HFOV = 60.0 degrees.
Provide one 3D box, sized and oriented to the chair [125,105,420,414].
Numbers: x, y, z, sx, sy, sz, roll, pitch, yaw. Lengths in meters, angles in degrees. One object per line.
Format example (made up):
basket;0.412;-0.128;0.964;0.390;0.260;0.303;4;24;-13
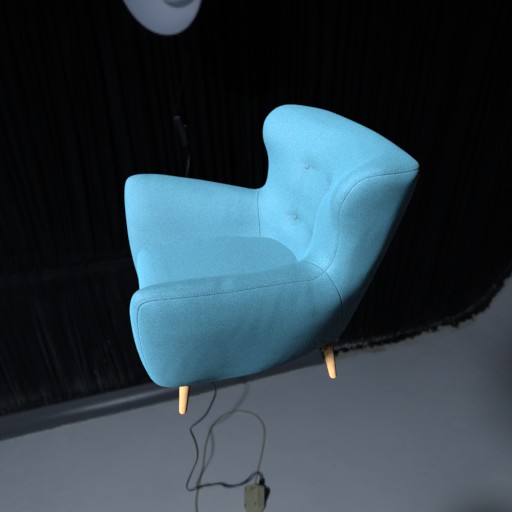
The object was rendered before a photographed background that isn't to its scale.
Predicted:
chair;0.000;0.000;1.610;0.889;0.889;0.890;-8;32;-13
